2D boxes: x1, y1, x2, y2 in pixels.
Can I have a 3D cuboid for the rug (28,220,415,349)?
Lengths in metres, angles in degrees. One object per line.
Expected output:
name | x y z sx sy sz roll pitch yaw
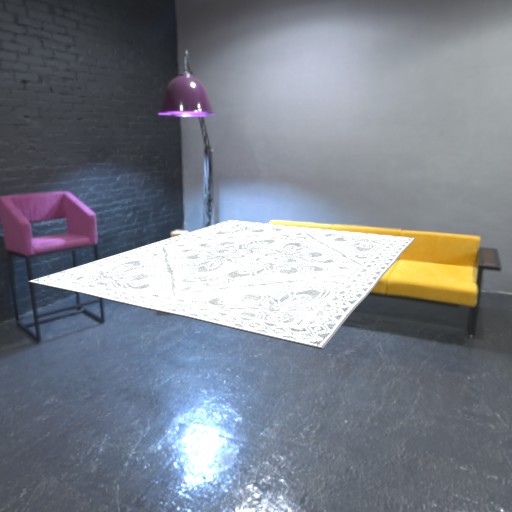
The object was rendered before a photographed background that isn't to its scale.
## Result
rug | 0.000 0.000 4.193 2.438 0.012 3.048 8 17 27
